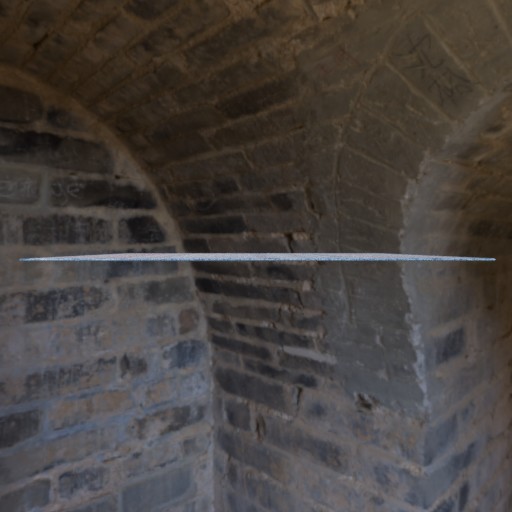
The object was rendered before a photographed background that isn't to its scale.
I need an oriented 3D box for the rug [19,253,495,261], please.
[{"bbox_3d":[0.000,0.000,4.049,3.050,0.016,2.441,0,1,-1],"label":"rug"}]
